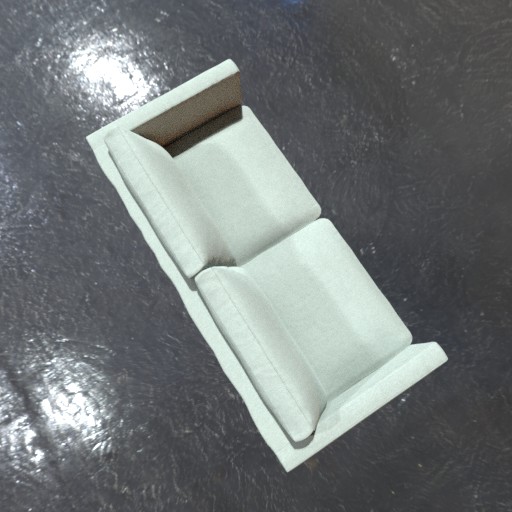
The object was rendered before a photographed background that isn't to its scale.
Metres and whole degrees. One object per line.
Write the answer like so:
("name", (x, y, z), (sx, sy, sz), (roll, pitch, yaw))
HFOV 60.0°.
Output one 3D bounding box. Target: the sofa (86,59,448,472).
("sofa", (0.000, 0.000, 2.503), (0.940, 0.870, 1.987), (-32, 78, -8))
